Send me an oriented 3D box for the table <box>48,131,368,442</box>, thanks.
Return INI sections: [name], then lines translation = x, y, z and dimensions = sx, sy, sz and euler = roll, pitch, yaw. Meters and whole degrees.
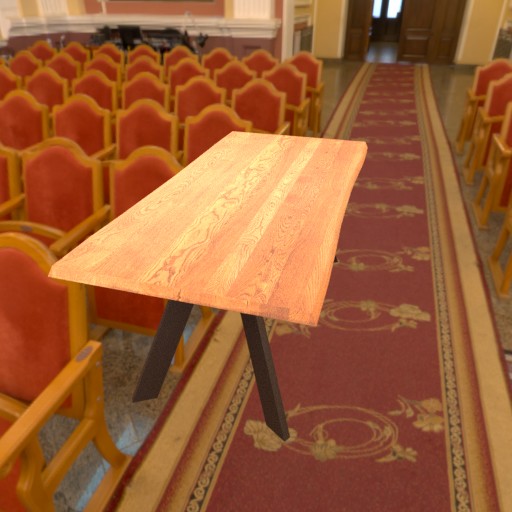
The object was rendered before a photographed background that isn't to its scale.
[table]
translation = 0.000, 0.000, 2.271
dimensions = 0.900, 0.770, 1.800
euler = 9, 31, 14
